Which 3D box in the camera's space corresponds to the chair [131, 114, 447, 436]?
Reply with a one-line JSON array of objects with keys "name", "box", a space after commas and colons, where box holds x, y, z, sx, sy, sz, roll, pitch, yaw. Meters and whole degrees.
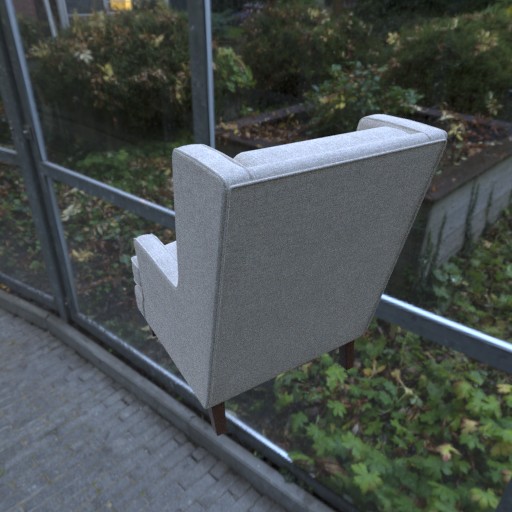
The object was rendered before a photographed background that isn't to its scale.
[{"name": "chair", "box": [0.000, 0.000, 1.734, 0.764, 1.082, 0.948, -17, 34, -27]}]
